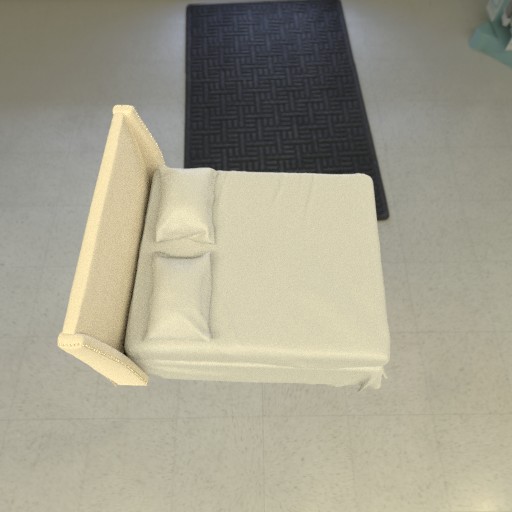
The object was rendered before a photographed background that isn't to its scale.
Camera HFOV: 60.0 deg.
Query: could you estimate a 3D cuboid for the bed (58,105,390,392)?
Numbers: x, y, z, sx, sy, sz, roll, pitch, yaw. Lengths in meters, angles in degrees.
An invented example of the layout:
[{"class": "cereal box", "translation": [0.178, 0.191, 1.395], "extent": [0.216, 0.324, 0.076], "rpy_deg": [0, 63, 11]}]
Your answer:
[{"class": "bed", "translation": [0.000, 0.000, 3.553], "extent": [2.276, 1.332, 1.925], "rpy_deg": [2, 64, 1]}]
